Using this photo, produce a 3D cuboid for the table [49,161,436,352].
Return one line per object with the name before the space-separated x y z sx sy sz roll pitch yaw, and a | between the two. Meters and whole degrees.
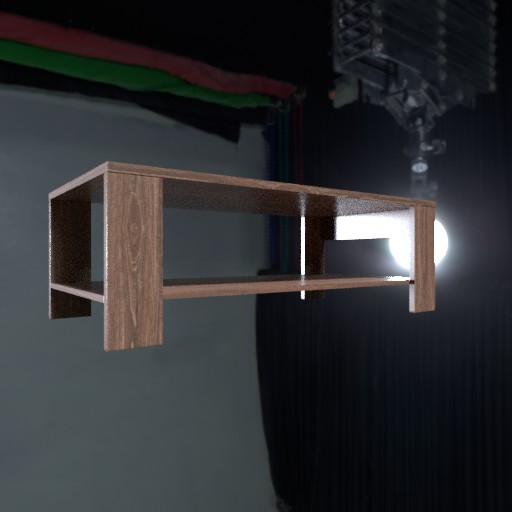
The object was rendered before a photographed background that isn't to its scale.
table | 0.000 0.000 1.523 1.200 0.400 0.600 0 0 -36
